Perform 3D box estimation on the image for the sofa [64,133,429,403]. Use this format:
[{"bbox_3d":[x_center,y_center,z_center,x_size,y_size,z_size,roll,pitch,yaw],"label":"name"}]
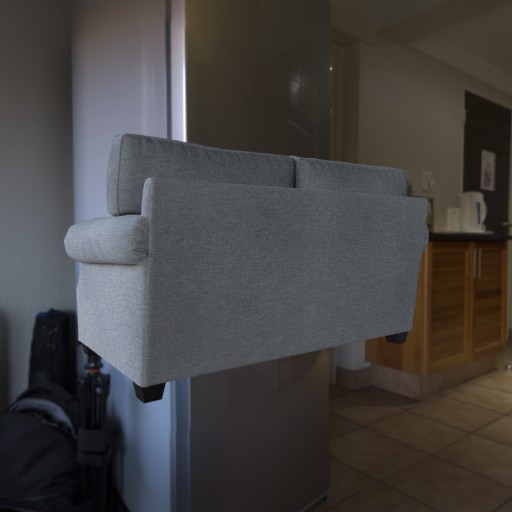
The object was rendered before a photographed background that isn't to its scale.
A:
[{"bbox_3d":[0.000,0.000,2.266,1.701,0.966,0.966,-2,4,-36],"label":"sofa"}]
